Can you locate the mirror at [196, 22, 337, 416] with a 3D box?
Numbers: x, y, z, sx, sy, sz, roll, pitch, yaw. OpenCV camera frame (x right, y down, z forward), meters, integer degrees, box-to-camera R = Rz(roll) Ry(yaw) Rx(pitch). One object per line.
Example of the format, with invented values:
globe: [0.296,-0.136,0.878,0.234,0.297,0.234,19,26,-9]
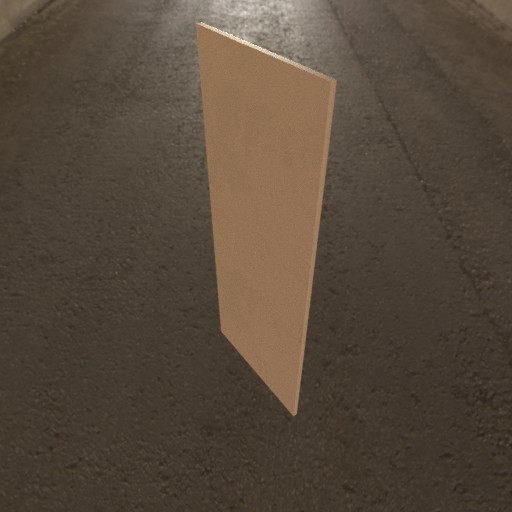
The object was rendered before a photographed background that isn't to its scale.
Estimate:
mirror: [0.000,0.000,2.287,0.026,2.031,0.812,-26,48,-26]
